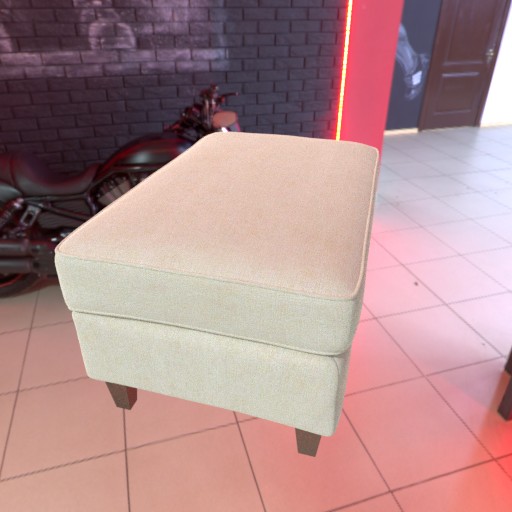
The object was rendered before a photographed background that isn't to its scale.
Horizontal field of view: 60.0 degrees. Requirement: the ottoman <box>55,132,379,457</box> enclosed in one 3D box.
[{"bbox_3d":[0.000,0.000,1.206,0.583,0.484,0.862,8,31,13],"label":"ottoman"}]
